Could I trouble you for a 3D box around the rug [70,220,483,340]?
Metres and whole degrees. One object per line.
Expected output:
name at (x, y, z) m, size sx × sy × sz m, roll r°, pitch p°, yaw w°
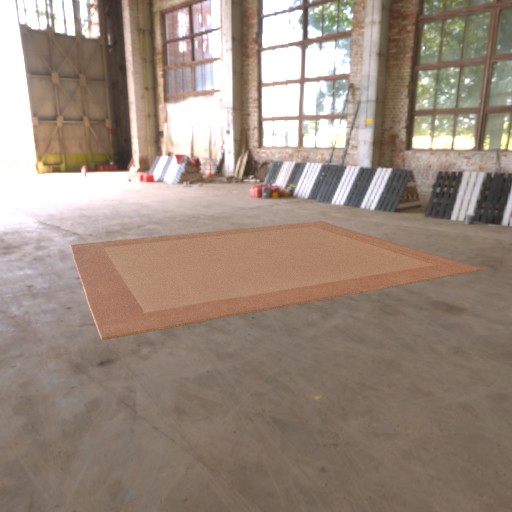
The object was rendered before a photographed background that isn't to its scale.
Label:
rug at (0.000, 0.000, 4.110) m, size 3.057 × 0.021 × 2.431 m, roll -7°, pitch 17°, yaw -25°
